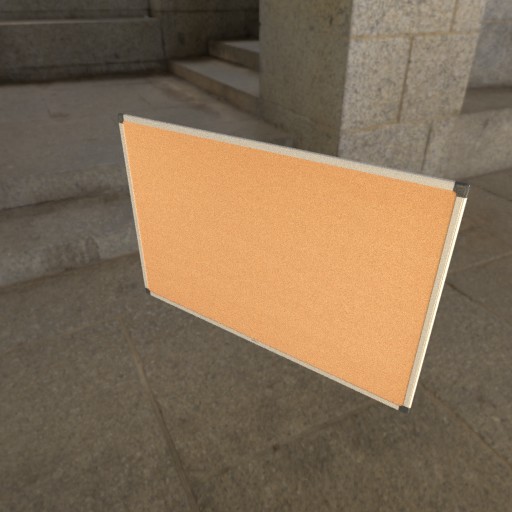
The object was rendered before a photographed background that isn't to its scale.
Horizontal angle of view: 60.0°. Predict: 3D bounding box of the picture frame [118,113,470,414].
[{"bbox_3d":[0.000,0.000,1.140,0.900,0.600,0.010,19,36,28],"label":"picture frame"}]
